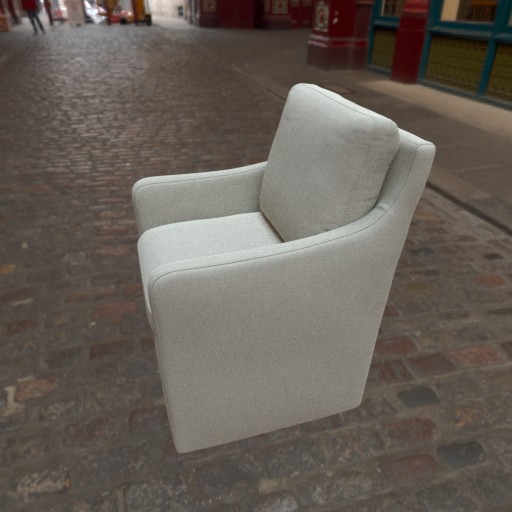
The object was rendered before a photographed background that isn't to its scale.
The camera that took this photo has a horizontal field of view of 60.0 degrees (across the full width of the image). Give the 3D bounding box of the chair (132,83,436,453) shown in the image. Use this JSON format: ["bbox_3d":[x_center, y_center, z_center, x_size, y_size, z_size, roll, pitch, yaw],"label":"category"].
[{"bbox_3d":[0.000,0.000,1.362,0.694,0.914,0.626,-9,32,-15],"label":"chair"}]
